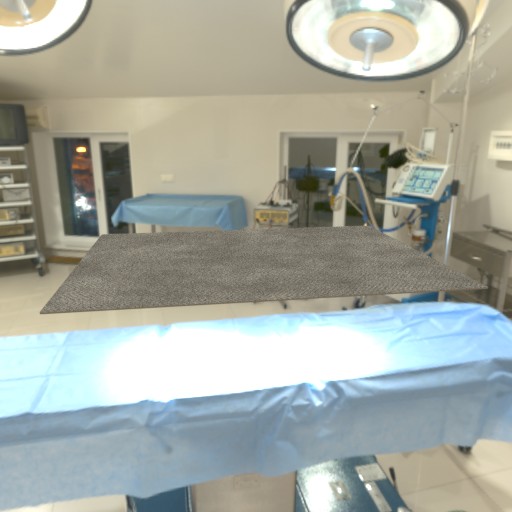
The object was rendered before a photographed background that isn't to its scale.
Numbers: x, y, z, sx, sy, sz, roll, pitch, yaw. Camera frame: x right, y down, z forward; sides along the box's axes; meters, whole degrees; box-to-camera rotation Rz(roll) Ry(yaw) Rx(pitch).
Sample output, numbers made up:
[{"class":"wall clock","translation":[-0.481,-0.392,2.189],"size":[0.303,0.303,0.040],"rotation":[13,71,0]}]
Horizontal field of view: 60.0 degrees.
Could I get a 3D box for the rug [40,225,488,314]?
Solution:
[{"class":"rug","translation":[0.000,0.000,2.930],"size":[2.235,0.008,1.600],"rotation":[-2,16,-8]}]
